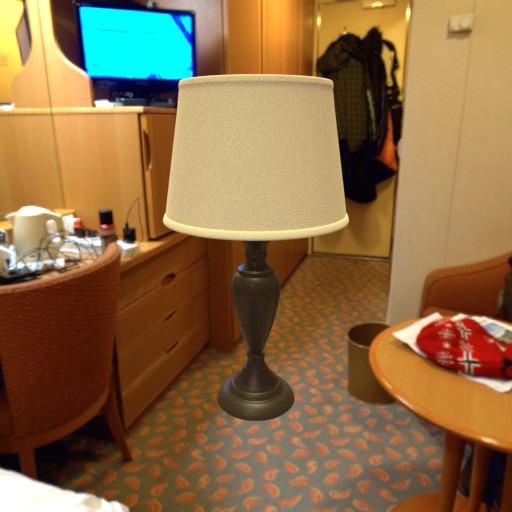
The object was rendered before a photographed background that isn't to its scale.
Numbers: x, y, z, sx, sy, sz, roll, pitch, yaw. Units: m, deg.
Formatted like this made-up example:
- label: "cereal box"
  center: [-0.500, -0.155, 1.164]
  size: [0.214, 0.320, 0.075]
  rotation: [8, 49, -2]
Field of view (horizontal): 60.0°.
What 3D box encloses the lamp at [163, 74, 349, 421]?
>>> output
- label: "lamp"
  center: [0.000, 0.000, 0.835]
  size: [0.335, 0.611, 0.335]
  rotation: [0, 16, 0]
